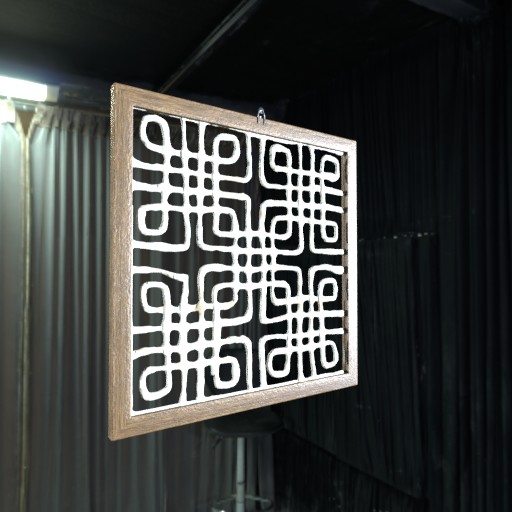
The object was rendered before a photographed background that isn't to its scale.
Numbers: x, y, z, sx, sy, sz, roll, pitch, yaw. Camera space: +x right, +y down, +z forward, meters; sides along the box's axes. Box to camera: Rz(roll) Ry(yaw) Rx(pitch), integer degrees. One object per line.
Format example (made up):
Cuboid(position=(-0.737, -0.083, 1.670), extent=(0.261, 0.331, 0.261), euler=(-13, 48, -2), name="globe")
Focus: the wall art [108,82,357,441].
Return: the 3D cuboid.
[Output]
Cuboid(position=(0.000, 0.000, 0.862), extent=(0.561, 0.582, 0.021), euler=(1, -2, -36), name="wall art")
